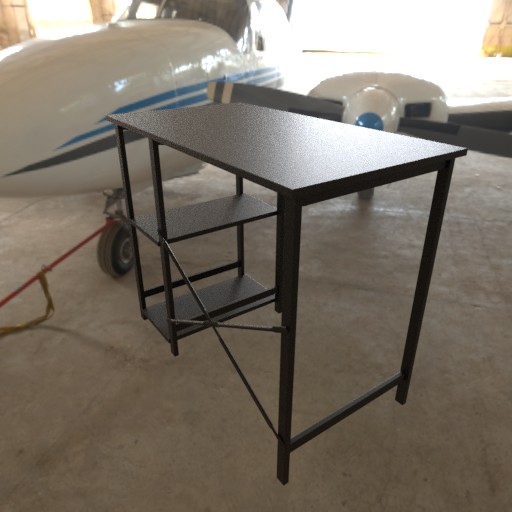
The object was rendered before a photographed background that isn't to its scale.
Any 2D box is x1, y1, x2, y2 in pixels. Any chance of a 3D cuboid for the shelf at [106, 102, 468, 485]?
[{"bbox_3d":[0.000,0.000,1.336,0.498,0.749,0.902,-18,32,-31],"label":"shelf"}]
